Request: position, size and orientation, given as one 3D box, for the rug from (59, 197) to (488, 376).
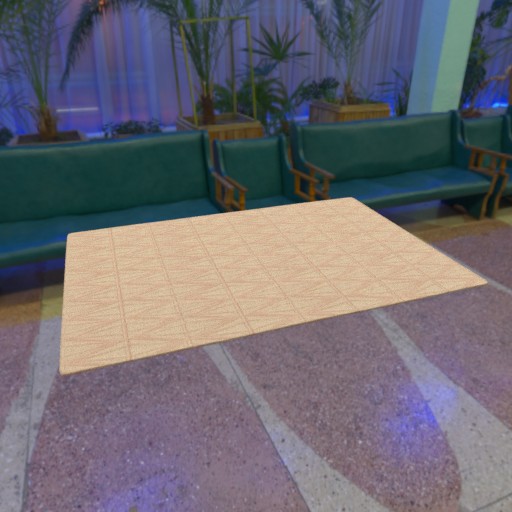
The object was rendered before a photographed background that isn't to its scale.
[{"bbox_3d":[0.000,0.000,2.952,2.390,0.015,1.609,-9,29,-17],"label":"rug"}]
